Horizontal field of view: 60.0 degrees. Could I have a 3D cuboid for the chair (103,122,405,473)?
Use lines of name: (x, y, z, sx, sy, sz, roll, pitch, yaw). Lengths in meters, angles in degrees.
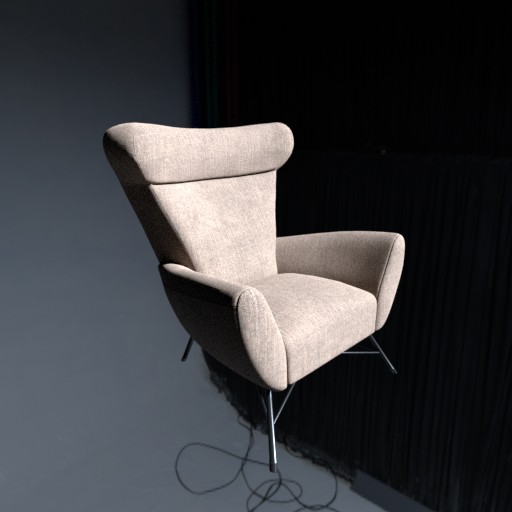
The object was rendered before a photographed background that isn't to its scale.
chair: (0.000, 0.000, 1.778, 0.900, 1.040, 0.980, 14, 21, 41)
